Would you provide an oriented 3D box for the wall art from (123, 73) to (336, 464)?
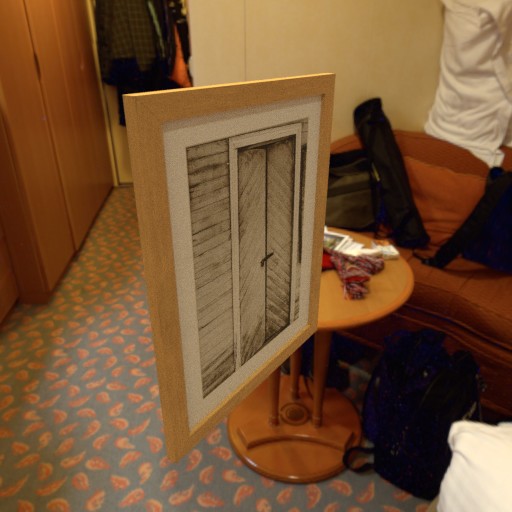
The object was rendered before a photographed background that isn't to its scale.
[{"bbox_3d":[0.000,0.000,0.763,0.020,0.561,0.460,18,31,32],"label":"wall art"}]
